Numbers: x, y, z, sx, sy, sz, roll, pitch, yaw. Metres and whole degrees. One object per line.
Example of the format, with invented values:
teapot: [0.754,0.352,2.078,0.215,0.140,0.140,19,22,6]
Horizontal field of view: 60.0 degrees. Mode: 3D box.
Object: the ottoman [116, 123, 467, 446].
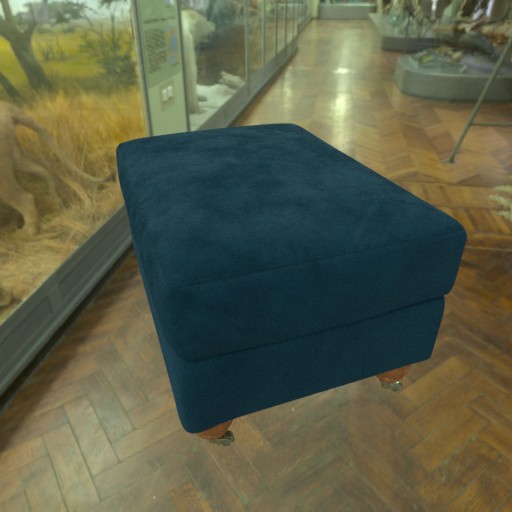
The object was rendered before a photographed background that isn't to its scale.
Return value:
ottoman: [0.000,0.000,1.113,0.572,0.503,0.773,-11,33,-17]
